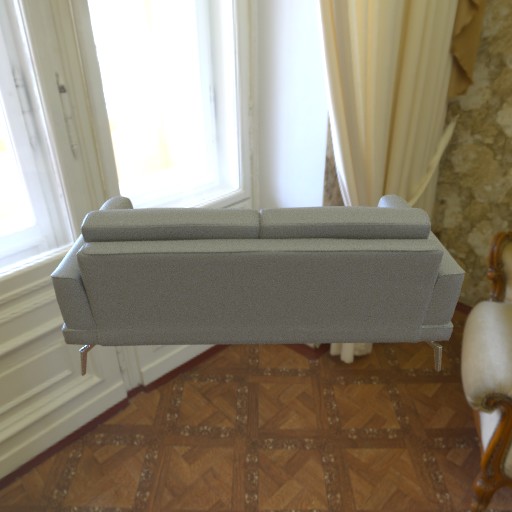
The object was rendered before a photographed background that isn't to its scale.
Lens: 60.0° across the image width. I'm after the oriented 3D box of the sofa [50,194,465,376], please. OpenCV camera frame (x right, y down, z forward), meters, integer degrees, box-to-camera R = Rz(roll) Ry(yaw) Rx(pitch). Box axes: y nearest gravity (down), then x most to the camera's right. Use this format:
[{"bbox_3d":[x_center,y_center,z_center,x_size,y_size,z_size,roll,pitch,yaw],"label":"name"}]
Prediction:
[{"bbox_3d":[0.000,0.000,2.773,2.177,0.930,1.121,0,29,-1],"label":"sofa"}]
